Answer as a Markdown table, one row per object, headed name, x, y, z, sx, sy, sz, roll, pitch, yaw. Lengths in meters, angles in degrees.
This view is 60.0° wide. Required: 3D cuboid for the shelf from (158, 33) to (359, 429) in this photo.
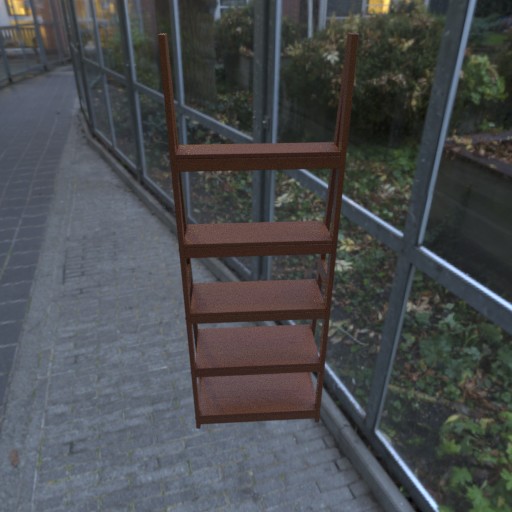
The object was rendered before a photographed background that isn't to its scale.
| name | x | y | z | sx | sy | sz | roll | pitch | yaw |
| --- | --- | --- | --- | --- | --- | --- | --- | --- | --- |
| shelf | 0.000 | 0.000 | 1.966 | 0.630 | 1.780 | 0.356 | -2 | 30 | -3 |
